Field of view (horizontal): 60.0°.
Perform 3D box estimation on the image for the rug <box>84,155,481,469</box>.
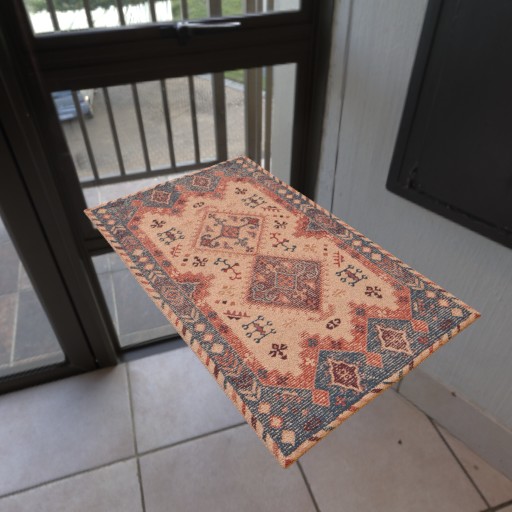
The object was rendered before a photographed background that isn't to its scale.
[{"bbox_3d":[0.000,0.000,3.039,1.521,0.023,2.464,-26,47,-27],"label":"rug"}]
